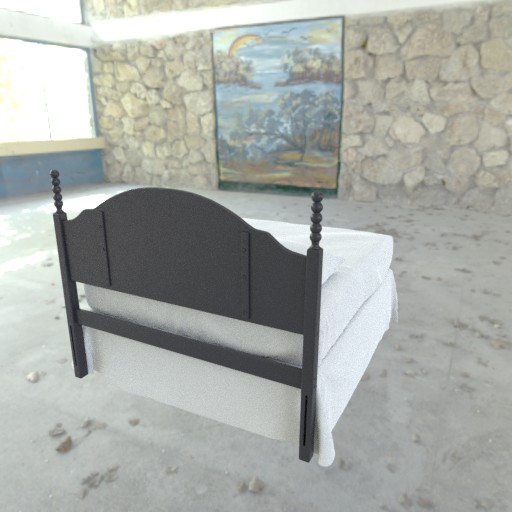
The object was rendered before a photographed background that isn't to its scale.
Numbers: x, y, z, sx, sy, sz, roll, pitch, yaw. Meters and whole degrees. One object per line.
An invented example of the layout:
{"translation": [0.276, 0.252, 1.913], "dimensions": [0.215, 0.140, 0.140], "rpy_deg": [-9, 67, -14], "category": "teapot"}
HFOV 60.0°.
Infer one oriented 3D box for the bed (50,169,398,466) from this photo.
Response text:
{"translation": [0.000, 0.000, 3.225], "dimensions": [1.873, 1.356, 2.040], "rpy_deg": [9, 20, 26], "category": "bed"}
